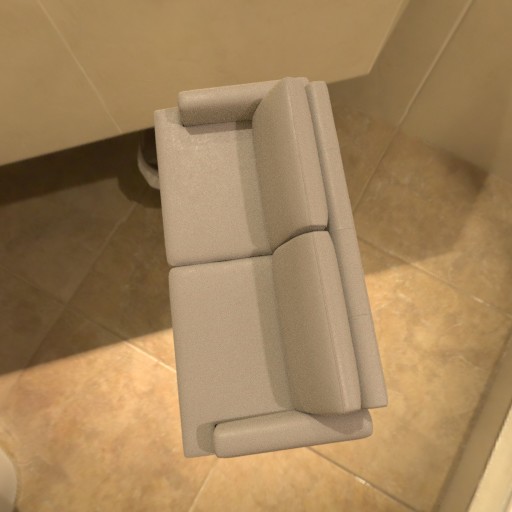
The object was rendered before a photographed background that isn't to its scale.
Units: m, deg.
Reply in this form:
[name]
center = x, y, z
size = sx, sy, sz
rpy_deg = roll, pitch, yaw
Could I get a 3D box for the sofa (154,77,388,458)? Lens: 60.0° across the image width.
[sofa]
center = 0.000, 0.000, 2.389
size = 0.974, 0.765, 1.940
rpy_deg = -7, 76, -2
